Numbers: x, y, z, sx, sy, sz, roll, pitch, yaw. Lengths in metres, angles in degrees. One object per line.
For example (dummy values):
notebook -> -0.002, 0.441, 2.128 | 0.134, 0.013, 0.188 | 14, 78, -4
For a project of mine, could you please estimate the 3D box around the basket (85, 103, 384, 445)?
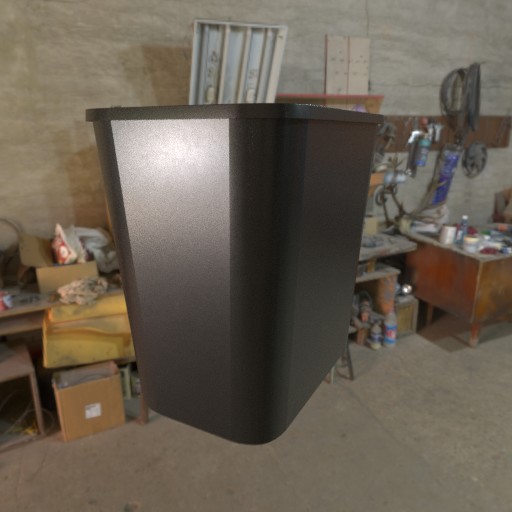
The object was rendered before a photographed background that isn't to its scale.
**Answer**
basket -> 0.000, 0.000, 0.500 | 0.211, 0.307, 0.300 | 8, 18, 27
